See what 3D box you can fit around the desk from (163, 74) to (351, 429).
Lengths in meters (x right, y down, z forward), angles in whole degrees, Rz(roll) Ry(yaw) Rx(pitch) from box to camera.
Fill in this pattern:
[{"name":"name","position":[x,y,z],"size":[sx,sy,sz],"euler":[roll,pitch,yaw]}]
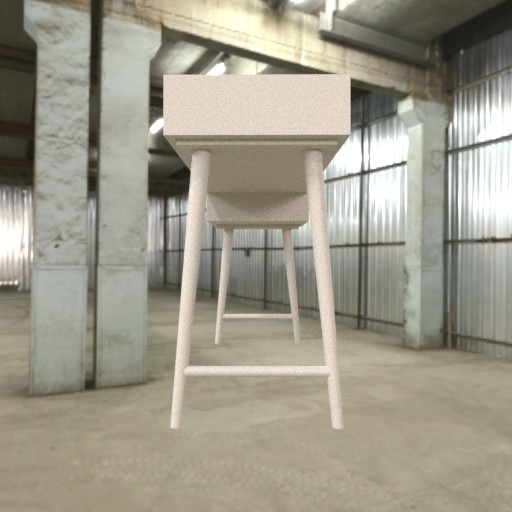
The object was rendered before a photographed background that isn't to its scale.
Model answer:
[{"name":"desk","position":[0.000,0.000,1.473],"size":[0.409,0.761,1.069],"euler":[0,-1,0]}]
